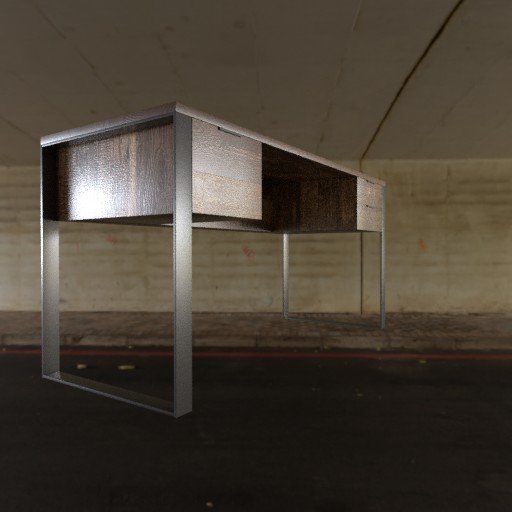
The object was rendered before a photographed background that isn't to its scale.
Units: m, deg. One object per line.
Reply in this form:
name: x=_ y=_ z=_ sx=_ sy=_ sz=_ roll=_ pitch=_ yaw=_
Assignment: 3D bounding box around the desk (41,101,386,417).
desk: x=0.000 y=0.000 z=1.861 sx=0.599 sy=0.762 sz=1.524 roll=0 pitch=1 yaw=35
